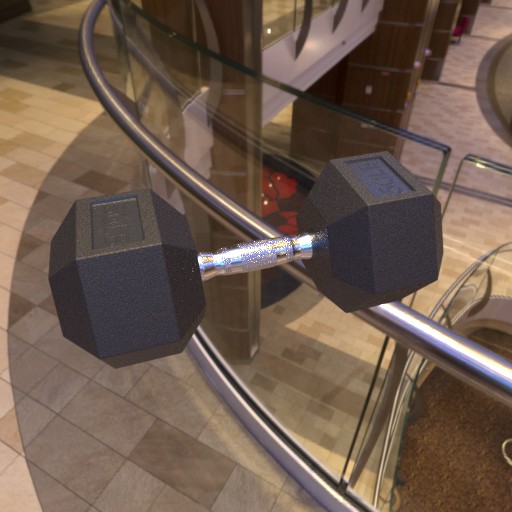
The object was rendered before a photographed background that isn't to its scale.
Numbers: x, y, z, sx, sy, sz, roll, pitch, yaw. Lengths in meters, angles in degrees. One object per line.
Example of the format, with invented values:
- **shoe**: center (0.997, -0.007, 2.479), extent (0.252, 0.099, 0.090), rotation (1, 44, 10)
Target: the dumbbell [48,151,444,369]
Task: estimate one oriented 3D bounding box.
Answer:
- **dumbbell**: center (0.000, 0.000, 0.466), extent (0.384, 0.150, 0.173), rotation (-11, 43, -12)
